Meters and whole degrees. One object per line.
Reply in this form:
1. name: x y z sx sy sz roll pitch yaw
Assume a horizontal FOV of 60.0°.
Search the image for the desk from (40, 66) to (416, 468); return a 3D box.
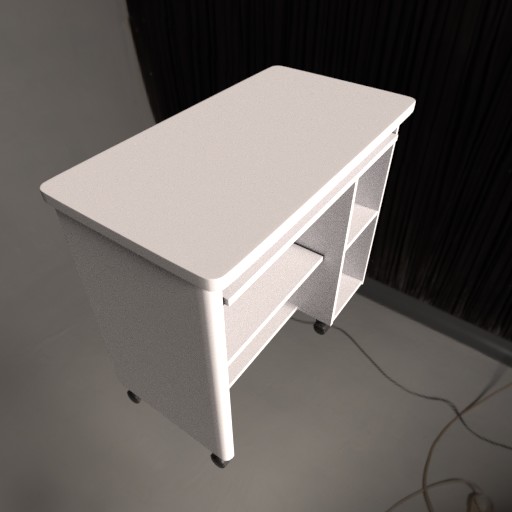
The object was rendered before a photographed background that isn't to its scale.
1. desk: 0.000 0.000 1.304 0.475 0.763 0.877 25 48 26
